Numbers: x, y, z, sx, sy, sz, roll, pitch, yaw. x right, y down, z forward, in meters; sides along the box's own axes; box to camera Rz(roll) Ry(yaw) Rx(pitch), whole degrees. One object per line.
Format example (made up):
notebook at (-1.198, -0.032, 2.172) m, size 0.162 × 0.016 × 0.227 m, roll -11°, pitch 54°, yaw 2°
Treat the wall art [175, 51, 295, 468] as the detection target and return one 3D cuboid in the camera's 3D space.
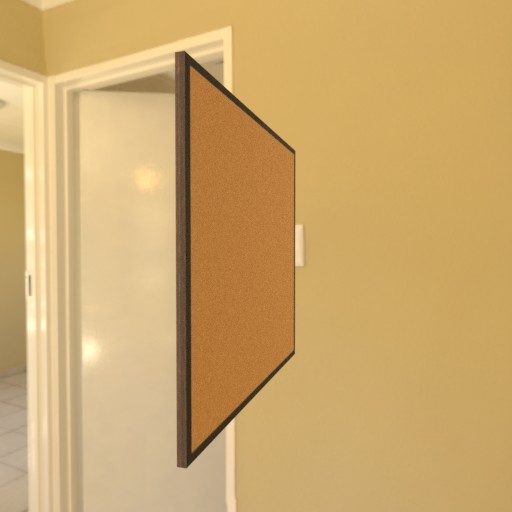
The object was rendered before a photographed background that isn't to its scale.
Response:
wall art at (0.000, 0.000, 1.423) m, size 0.023 × 0.875 × 1.033 m, roll 0°, pitch 2°, yaw 18°
